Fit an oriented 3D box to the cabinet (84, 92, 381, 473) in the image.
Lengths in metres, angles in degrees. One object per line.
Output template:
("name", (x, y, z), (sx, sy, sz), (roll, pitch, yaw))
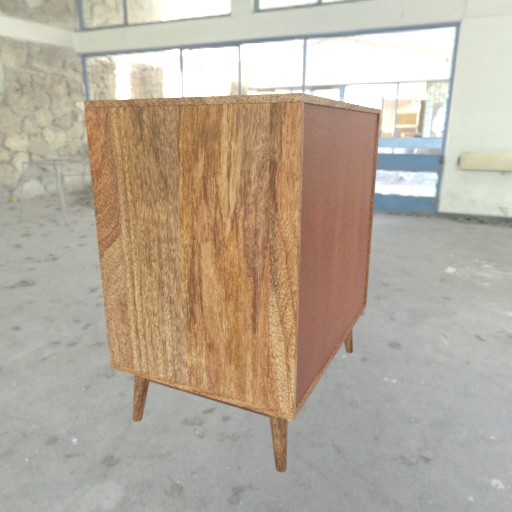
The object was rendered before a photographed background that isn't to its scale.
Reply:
("cabinet", (0.000, 0.000, 1.178), (0.473, 0.758, 0.647), (8, 18, 25))
